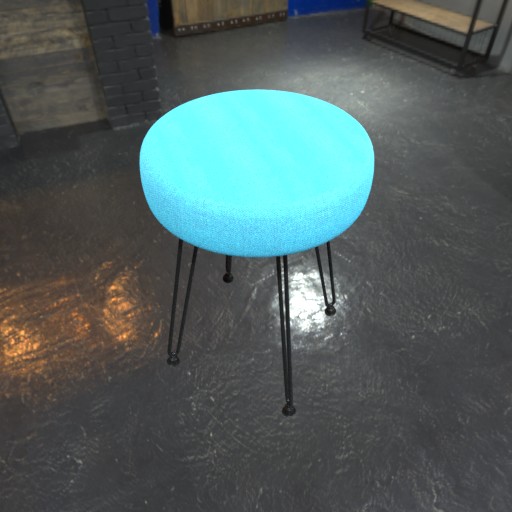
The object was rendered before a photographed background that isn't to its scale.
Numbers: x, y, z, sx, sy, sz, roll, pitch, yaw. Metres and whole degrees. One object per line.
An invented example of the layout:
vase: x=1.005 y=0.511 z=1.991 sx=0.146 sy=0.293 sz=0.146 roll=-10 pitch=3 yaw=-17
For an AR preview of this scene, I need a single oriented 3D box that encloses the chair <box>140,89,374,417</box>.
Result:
chair: x=0.000 y=0.000 z=0.709 sx=0.350 sy=0.440 sz=0.350 roll=-15 pitch=46 yaw=-15
